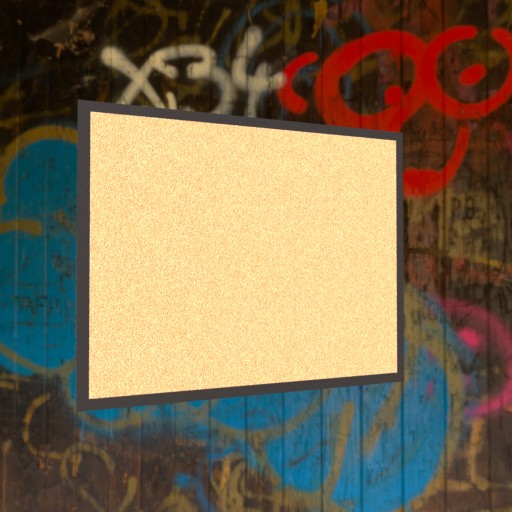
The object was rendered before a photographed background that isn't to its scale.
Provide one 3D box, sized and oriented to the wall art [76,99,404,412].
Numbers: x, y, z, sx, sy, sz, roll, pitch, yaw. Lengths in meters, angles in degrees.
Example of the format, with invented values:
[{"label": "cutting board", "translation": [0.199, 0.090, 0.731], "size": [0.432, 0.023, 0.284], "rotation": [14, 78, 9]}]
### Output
[{"label": "wall art", "translation": [0.000, 0.000, 0.741], "size": [0.554, 0.454, 0.030], "rotation": [0, -1, -17]}]
